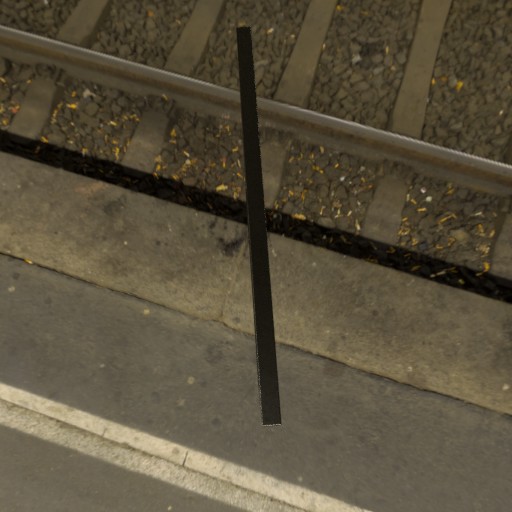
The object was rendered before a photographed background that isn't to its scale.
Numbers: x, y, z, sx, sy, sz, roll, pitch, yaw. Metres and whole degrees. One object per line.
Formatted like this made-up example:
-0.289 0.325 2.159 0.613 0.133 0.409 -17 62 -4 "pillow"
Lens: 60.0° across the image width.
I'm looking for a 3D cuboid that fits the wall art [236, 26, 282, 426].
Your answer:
0.000 0.000 0.536 0.014 0.349 0.349 -4 75 -1 "wall art"
